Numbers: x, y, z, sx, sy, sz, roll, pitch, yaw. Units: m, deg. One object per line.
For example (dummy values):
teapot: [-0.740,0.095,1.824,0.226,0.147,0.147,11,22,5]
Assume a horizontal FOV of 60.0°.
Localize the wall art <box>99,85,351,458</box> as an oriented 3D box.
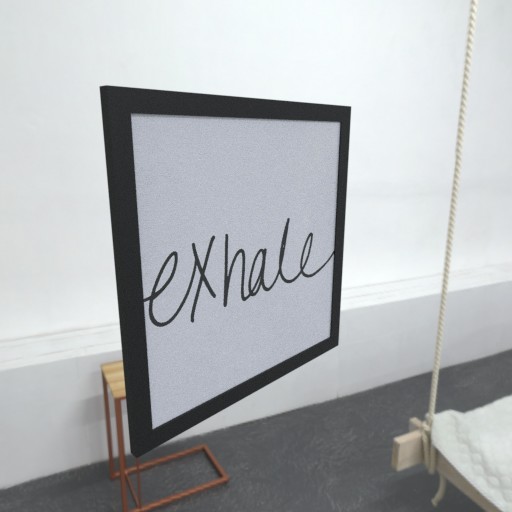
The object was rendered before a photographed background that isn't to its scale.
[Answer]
wall art: [0.000,0.000,0.532,0.012,0.357,0.358,14,21,43]
